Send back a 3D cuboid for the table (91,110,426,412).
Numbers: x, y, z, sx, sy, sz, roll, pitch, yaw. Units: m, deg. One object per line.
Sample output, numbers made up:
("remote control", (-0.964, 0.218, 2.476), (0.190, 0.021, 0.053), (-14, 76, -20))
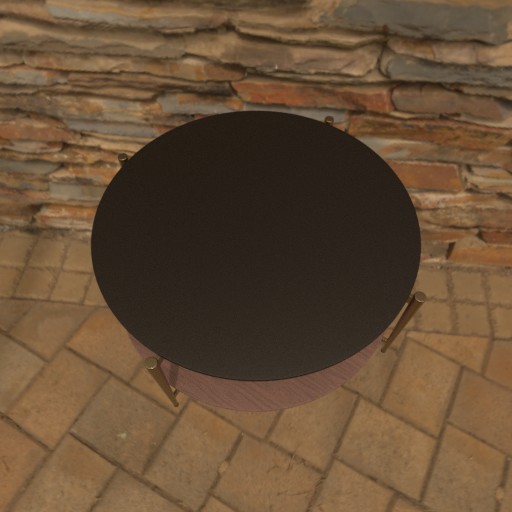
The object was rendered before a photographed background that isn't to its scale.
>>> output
("table", (0.000, 0.000, 1.451), (0.938, 0.400, 0.938), (0, 58, 0))
